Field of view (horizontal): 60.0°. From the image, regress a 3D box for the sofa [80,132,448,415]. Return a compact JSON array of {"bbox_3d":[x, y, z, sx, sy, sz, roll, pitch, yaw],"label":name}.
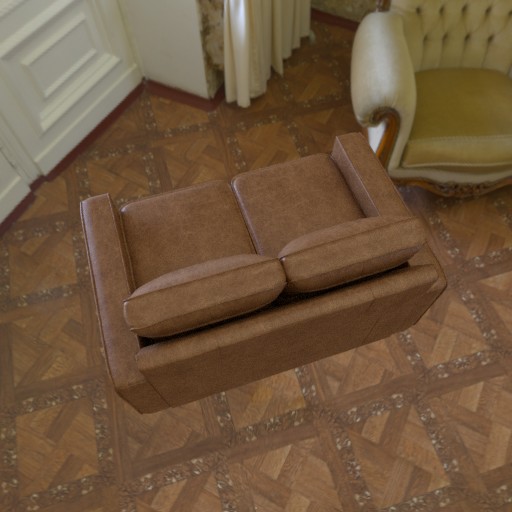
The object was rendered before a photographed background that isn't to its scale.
[{"bbox_3d":[0.000,0.000,2.191,1.532,0.896,1.020,-16,62,-9],"label":"sofa"}]
